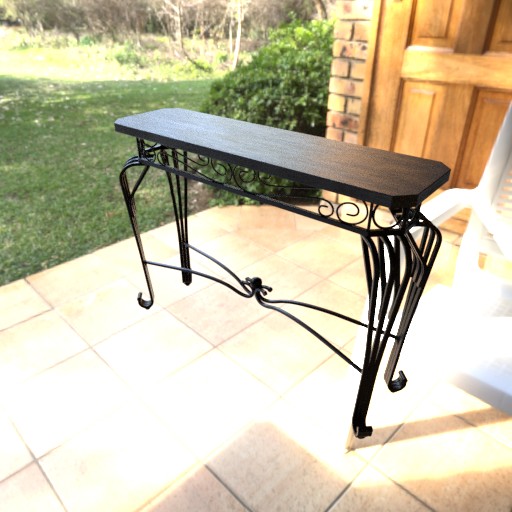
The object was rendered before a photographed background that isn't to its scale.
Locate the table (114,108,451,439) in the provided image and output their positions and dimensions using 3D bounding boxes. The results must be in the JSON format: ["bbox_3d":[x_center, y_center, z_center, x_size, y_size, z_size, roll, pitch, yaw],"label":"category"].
[{"bbox_3d":[0.000,0.000,1.518,1.112,0.800,0.329,23,37,33],"label":"table"}]
